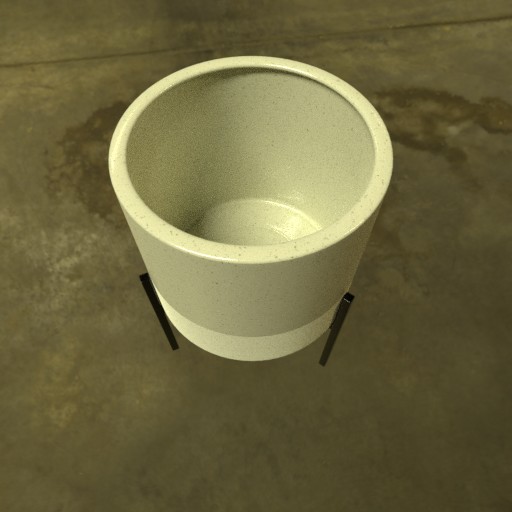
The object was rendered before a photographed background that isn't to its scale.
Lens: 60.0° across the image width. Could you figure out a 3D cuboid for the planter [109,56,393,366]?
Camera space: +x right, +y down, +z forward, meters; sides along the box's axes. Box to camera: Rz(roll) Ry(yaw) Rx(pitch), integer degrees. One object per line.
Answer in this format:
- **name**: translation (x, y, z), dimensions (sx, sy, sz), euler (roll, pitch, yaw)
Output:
- **planter**: translation (0.000, 0.000, 0.335), dimensions (0.159, 0.230, 0.152), euler (32, 63, 18)
